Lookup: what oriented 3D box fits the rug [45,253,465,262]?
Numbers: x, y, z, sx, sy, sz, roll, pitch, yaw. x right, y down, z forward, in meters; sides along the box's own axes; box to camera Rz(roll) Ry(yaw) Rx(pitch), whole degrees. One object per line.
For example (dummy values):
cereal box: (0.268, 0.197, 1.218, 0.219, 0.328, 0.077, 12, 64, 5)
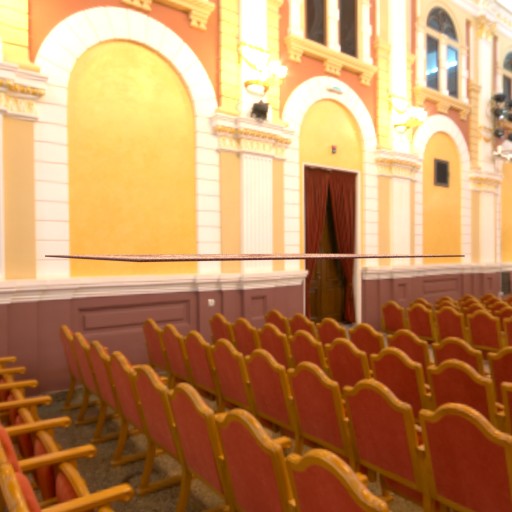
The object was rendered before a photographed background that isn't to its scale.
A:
rug: (0.000, 0.000, 2.879, 2.210, 0.011, 1.599, -1, 1, -37)
